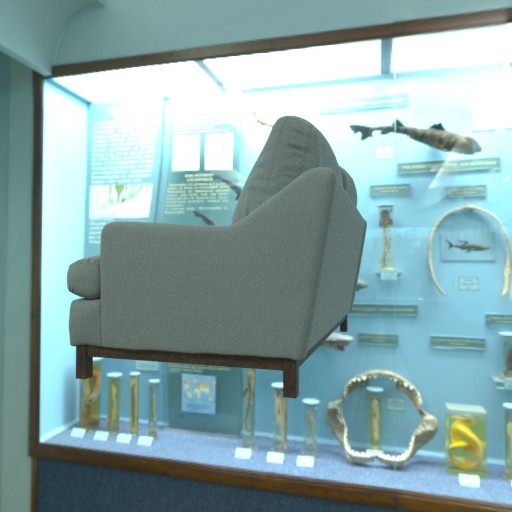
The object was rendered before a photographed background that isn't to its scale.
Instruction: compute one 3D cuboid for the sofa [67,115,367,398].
[{"bbox_3d":[0.000,0.000,2.208,0.987,0.921,1.589,0,-2,17],"label":"sofa"}]
